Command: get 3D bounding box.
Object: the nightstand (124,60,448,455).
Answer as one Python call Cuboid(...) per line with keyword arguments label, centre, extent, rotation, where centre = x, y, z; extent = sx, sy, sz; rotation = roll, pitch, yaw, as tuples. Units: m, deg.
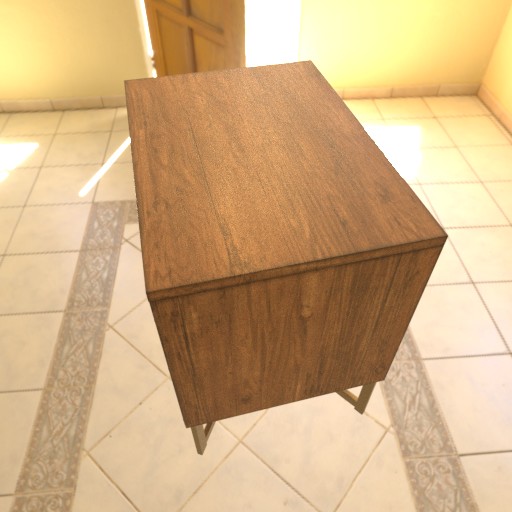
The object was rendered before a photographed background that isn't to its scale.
Cuboid(label="nightstand", centre=(0.000, 0.000, 1.028), extent=(0.446, 0.610, 0.610), rotation=(-10, 48, -10))
